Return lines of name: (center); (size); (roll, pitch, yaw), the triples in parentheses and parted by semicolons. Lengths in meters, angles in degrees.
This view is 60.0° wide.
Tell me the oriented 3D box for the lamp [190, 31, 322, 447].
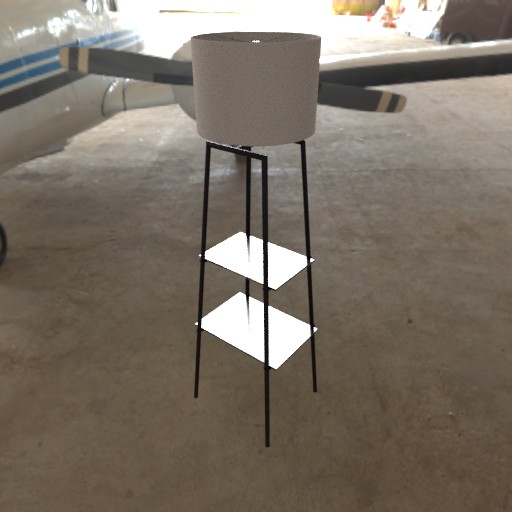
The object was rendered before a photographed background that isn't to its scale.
lamp: (0.000, 0.000, 1.654); (0.427, 1.474, 0.384); (22, 37, 32)
